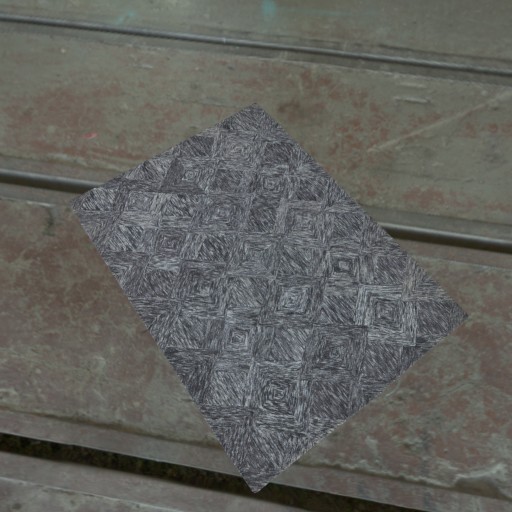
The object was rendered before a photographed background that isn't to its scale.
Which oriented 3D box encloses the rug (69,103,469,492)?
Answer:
[{"bbox_3d":[0.000,0.000,5.308,2.997,0.020,4.093,-33,67,-16],"label":"rug"}]
